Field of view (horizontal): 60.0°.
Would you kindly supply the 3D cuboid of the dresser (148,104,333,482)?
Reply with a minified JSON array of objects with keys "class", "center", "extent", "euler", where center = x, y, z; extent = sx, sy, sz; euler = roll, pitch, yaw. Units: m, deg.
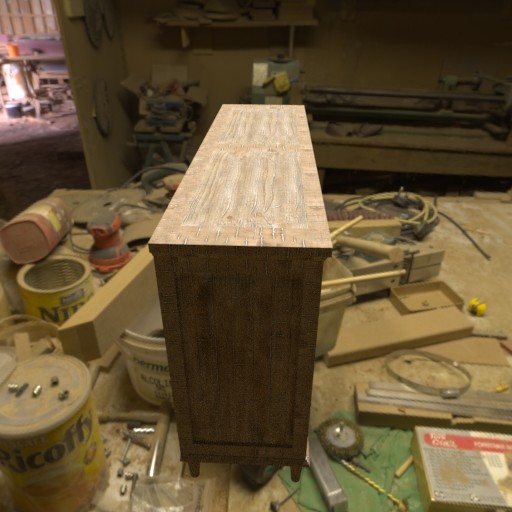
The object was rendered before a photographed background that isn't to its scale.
[{"class":"dresser","center":[0.000,0.000,2.050],"extent":[0.457,1.016,1.626],"euler":[1,31,2]}]
